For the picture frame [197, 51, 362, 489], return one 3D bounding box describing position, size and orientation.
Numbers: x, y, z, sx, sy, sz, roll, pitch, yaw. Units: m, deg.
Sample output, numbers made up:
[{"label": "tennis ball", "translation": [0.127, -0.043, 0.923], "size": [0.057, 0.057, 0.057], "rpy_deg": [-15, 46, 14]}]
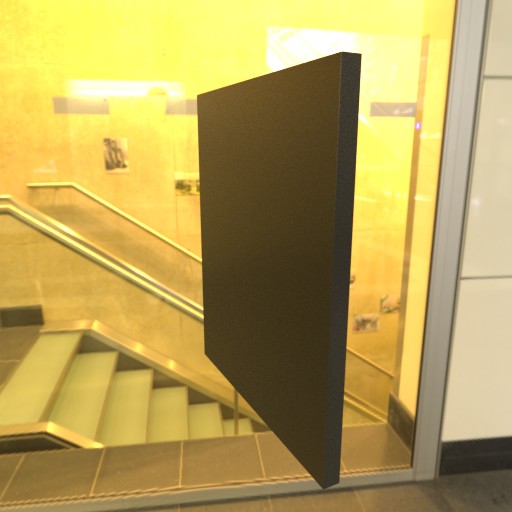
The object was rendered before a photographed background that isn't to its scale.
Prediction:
[{"label": "picture frame", "translation": [0.000, 0.000, 0.747], "size": [0.028, 0.556, 0.460], "rpy_deg": [-7, 15, -26]}]
